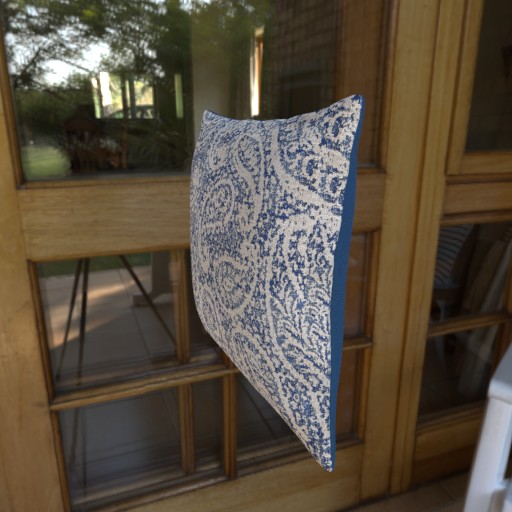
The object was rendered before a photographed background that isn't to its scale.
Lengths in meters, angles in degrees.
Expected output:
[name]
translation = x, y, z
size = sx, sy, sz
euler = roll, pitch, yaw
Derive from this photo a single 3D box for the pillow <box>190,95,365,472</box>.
[pillow]
translation = 0.000, 0.000, 0.789
size = 0.166, 0.510, 0.523
euler = -8, 18, -25
